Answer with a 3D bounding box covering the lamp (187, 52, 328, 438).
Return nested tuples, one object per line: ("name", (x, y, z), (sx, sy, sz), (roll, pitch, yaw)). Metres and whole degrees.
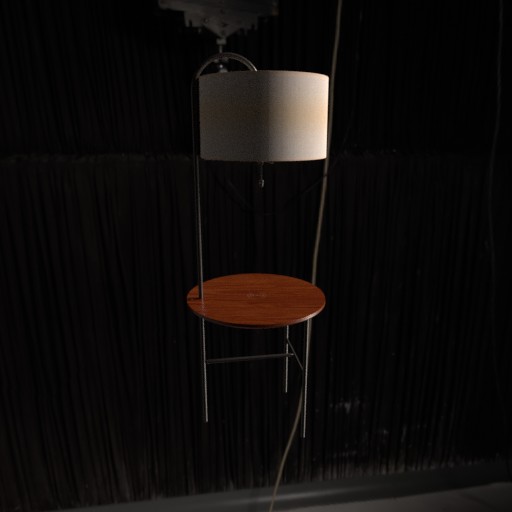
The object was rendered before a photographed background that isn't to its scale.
("lamp", (0.000, 0.000, 1.805), (0.573, 1.517, 0.573), (0, 16, 0))
